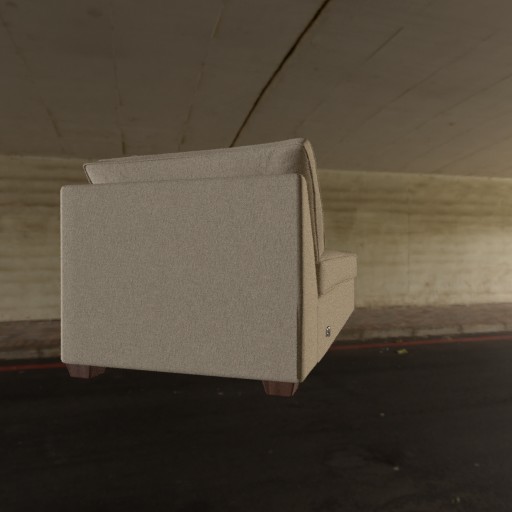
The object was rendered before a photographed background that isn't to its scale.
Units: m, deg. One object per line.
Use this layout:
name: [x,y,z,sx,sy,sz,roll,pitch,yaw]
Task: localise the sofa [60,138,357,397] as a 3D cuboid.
sofa: [0.000,0.000,2.802,1.110,1.033,2.237,0,1,17]
